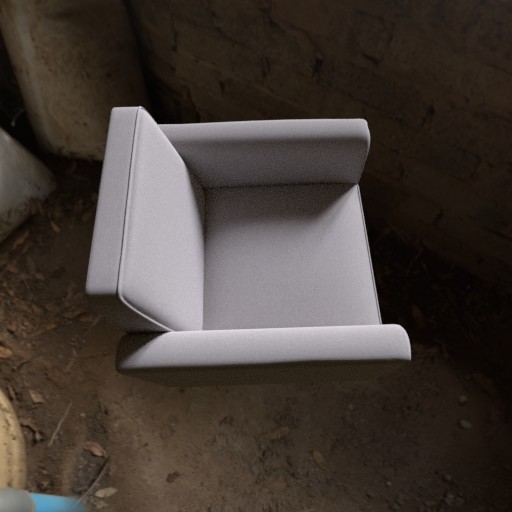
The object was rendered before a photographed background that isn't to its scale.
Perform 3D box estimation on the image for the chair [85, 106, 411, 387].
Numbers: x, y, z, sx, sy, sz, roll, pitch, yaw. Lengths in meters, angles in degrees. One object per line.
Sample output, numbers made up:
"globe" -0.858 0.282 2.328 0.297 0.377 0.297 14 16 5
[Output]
"chair" 0.000 0.000 1.397 0.750 0.780 0.780 -2 64 -1
